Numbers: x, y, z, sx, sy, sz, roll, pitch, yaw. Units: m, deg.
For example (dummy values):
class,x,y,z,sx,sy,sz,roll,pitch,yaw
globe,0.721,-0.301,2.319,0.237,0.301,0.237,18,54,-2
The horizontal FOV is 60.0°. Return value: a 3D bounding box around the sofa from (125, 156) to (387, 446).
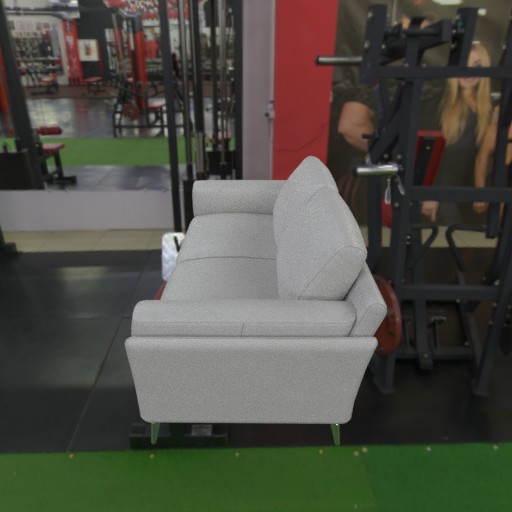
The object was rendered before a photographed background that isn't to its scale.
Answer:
class,x,y,z,sx,sy,sz,roll,pitch,yaw
sofa,0.000,0.000,2.736,1.049,0.930,2.101,0,26,1
